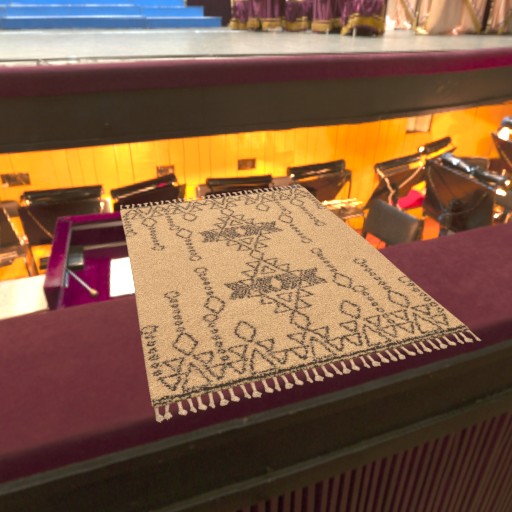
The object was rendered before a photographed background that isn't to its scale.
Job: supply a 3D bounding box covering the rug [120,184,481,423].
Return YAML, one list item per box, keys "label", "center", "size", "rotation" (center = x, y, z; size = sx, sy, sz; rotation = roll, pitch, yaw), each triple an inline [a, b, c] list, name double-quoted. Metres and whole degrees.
- label: "rug"
  center: [0.000, 0.000, 3.860]
  size: [2.125, 0.028, 3.027]
  rotation: [-9, 31, -16]
